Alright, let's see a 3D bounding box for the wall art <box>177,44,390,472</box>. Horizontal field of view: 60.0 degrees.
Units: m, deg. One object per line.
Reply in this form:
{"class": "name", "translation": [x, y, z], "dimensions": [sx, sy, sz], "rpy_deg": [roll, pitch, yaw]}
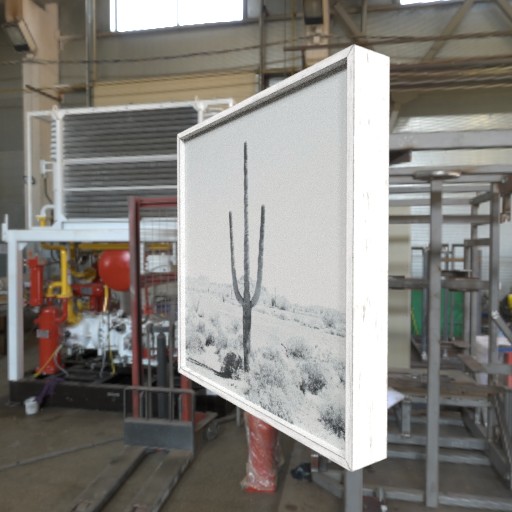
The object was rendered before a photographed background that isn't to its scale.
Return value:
{"class": "wall art", "translation": [0.000, 0.000, 0.452], "dimensions": [0.038, 0.305, 0.305], "rpy_deg": [-1, 2, -34]}
